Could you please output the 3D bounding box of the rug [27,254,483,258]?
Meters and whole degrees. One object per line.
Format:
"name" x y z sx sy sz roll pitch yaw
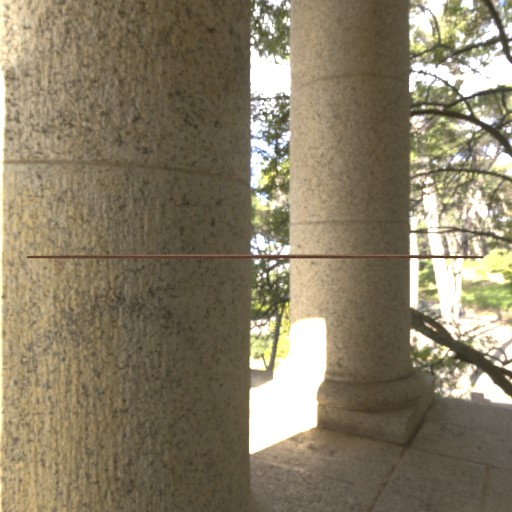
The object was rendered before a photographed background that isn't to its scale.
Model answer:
"rug" 0.000 0.000 3.120 2.438 0.014 1.524 0 1 1
